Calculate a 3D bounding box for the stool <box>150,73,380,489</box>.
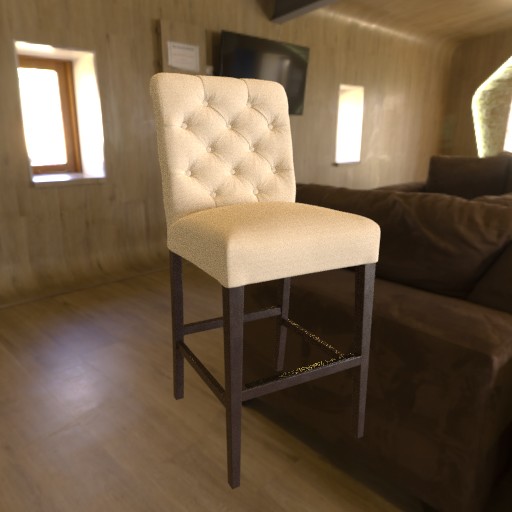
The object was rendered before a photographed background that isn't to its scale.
[{"bbox_3d":[0.000,0.000,1.404,0.482,1.118,0.610,-8,17,-28],"label":"stool"}]
